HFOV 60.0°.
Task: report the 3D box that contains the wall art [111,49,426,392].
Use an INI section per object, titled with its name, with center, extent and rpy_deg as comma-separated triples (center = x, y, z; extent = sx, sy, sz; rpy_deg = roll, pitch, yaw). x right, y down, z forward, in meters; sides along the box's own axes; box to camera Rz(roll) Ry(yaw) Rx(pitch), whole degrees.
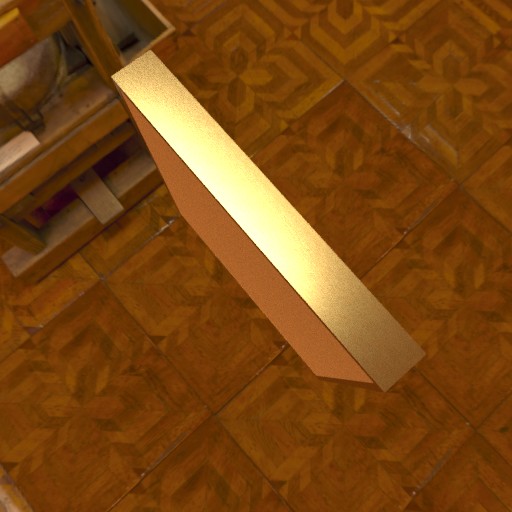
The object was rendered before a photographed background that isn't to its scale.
[wall art]
center = 0.000, 0.000, 0.464
extent = 0.038, 0.304, 0.304
rpy_deg = -39, 79, -9
